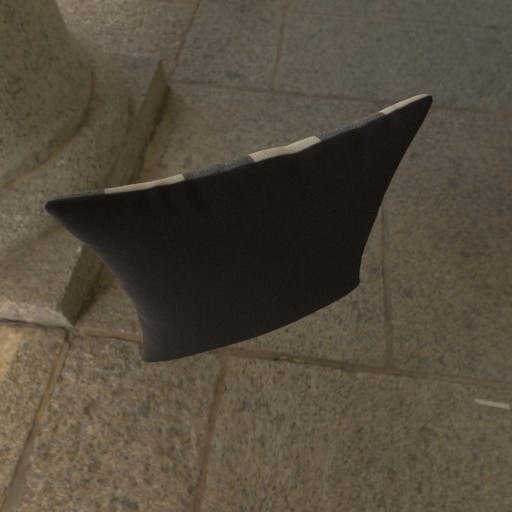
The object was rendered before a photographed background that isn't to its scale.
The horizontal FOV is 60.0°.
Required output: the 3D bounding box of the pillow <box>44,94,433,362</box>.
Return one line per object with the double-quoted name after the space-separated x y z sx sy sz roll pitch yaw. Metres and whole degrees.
0.000 0.000 0.757 0.511 0.509 0.161 -19 59 -11 "pillow"
